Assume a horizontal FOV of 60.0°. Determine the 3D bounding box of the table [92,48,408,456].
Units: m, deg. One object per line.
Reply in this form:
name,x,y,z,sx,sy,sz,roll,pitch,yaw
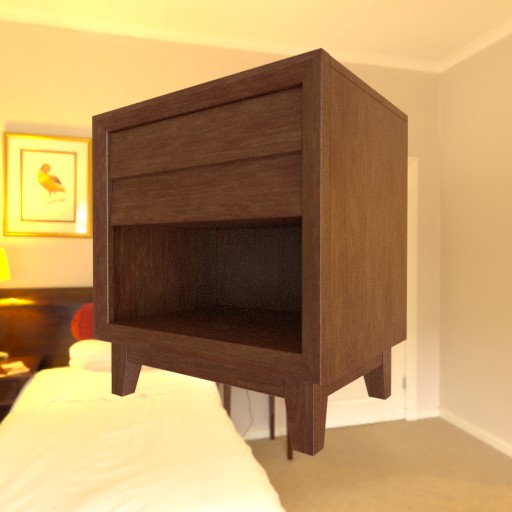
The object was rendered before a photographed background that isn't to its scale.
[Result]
table,0.000,0.000,0.986,0.557,0.609,0.449,1,1,36
